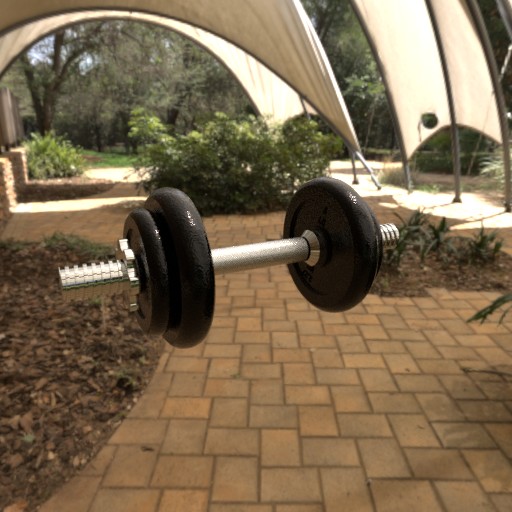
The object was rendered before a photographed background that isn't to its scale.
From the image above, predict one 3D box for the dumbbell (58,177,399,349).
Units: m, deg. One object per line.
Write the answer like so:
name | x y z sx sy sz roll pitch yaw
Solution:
dumbbell | 0.000 0.000 0.609 0.497 0.202 0.202 -9 19 -26
